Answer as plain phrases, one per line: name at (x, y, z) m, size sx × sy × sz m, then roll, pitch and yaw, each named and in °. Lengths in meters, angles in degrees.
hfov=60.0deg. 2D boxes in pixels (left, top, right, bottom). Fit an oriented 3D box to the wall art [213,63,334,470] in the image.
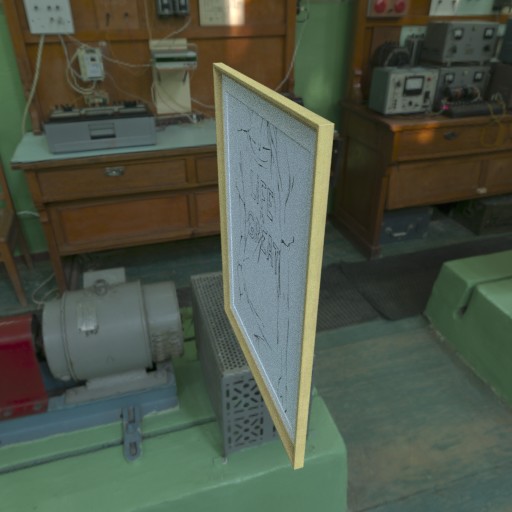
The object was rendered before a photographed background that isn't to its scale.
wall art at (0.000, 0.000, 1.368) m, size 0.030 × 1.002 × 0.798 m, roll -10°, pitch 32°, yaw -16°
